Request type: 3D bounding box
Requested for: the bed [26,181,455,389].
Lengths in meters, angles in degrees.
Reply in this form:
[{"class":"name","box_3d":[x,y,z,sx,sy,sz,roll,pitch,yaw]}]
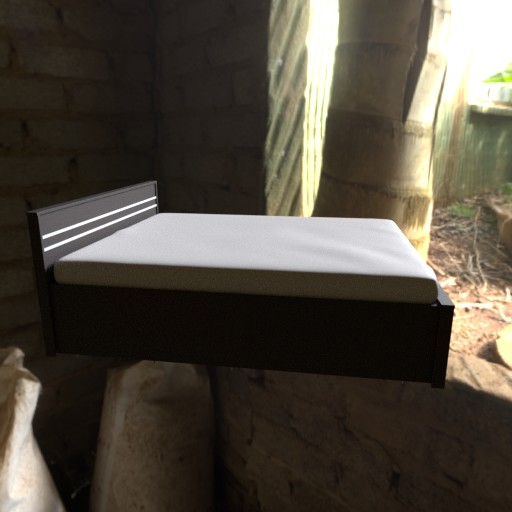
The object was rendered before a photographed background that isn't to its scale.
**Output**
[{"class":"bed","box_3d":[0.000,0.000,2.970,2.103,0.808,1.634,2,15,9]}]
